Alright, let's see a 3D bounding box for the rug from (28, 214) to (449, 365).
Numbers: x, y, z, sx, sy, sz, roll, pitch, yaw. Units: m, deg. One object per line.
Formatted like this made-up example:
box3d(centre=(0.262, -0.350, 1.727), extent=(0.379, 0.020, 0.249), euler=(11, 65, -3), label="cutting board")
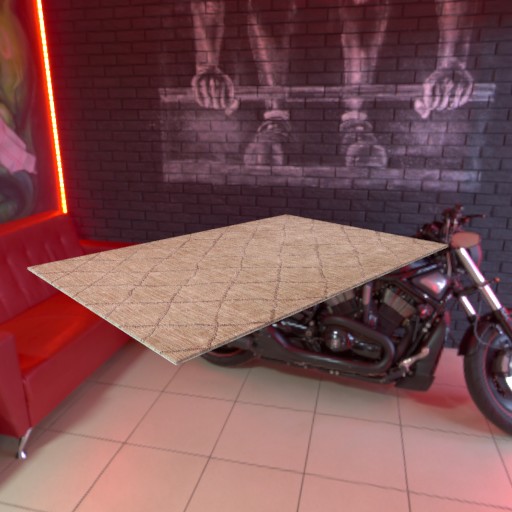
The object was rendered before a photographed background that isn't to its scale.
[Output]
box3d(centre=(0.000, 0.000, 2.855), extent=(2.280, 0.015, 1.521), euler=(-16, 23, -42), label="rug")
